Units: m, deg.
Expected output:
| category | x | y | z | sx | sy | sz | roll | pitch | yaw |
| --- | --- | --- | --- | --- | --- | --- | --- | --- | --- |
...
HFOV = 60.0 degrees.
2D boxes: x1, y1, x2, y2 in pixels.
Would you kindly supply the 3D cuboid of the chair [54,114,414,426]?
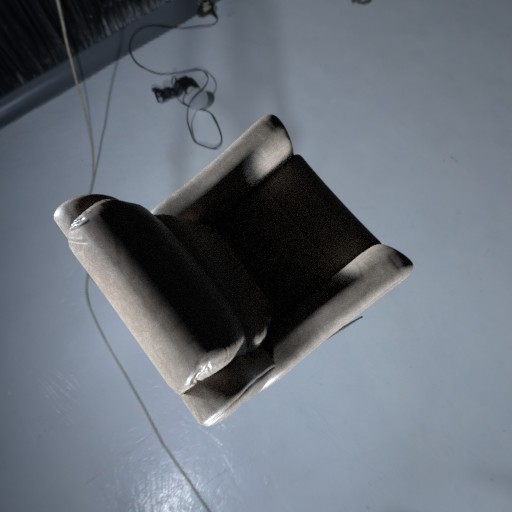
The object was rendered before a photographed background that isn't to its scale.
| category | x | y | z | sx | sy | sz | roll | pitch | yaw |
| --- | --- | --- | --- | --- | --- | --- | --- | --- | --- |
| chair | 0.000 | 0.000 | 1.883 | 1.068 | 1.116 | 0.967 | -37 | 77 | -10 |
